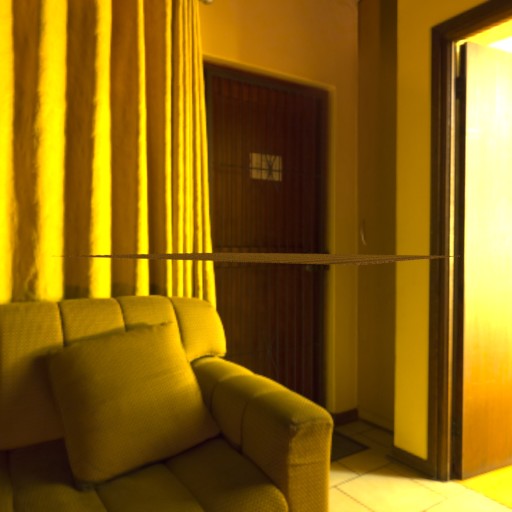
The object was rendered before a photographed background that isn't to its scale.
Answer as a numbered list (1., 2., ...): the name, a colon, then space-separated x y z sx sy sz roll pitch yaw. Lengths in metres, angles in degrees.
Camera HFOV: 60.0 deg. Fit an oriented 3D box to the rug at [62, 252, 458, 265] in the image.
1. rug: 0.000 0.000 4.307 3.201 0.005 2.439 1 2 37
